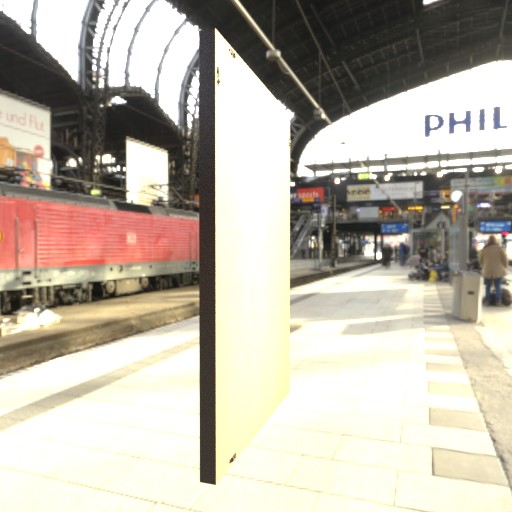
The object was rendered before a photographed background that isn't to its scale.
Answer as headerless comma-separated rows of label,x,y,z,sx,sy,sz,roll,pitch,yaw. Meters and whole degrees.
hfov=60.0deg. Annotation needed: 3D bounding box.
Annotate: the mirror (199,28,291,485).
mirror,0.000,0.000,1.180,0.041,0.915,0.609,0,1,18
